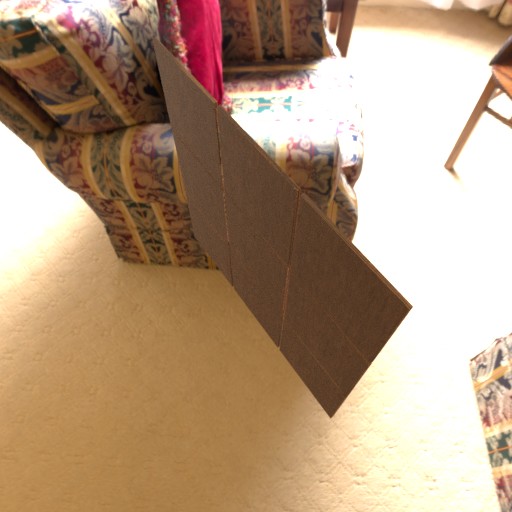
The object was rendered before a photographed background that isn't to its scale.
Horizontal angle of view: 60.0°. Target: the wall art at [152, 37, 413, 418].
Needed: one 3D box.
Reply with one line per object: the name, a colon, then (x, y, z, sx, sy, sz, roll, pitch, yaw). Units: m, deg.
wall art: (0.000, 0.000, 1.764, 0.013, 1.213, 1.215, -31, 64, -17)
